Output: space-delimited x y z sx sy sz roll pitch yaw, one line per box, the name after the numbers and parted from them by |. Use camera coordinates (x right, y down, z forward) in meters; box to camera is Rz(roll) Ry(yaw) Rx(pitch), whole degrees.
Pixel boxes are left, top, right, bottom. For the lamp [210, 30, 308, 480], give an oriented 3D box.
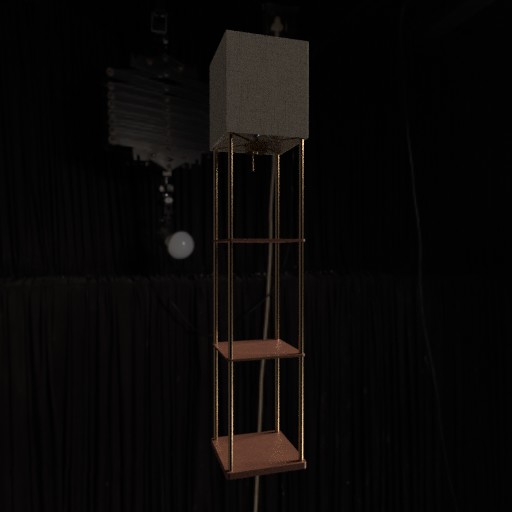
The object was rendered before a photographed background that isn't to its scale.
0.000 0.000 1.735 0.308 1.569 0.310 0 1 -16 | lamp
